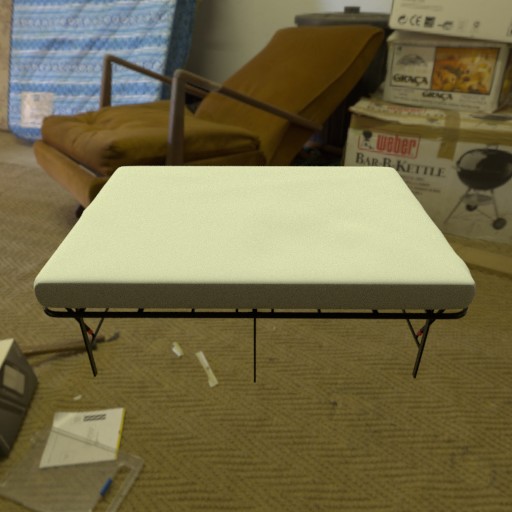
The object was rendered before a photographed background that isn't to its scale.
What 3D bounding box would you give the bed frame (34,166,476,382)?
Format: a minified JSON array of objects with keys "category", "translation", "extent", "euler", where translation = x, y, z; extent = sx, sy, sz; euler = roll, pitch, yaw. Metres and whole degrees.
[{"category":"bed frame","translation":[0.000,0.000,2.567],"extent":[1.905,0.637,1.372],"euler":[0,32,0]}]
